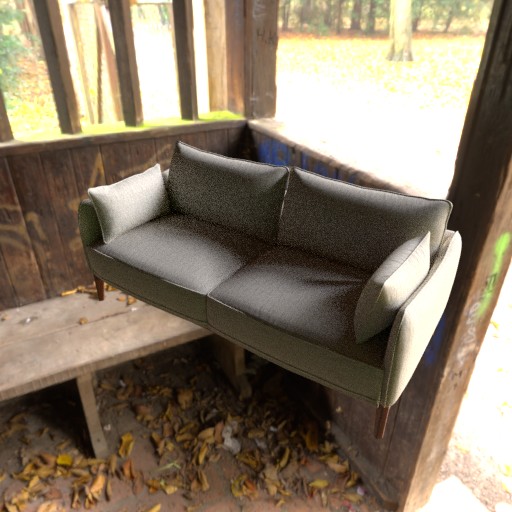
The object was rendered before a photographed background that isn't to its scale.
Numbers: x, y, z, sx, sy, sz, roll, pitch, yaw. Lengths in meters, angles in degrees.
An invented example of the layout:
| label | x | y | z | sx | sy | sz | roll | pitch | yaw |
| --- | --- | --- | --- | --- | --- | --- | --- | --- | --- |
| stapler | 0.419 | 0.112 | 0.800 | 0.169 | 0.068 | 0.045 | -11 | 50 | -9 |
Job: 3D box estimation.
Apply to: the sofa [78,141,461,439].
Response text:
| label | x | y | z | sx | sy | sz | roll | pitch | yaw |
| --- | --- | --- | --- | --- | --- | --- | --- | --- | --- |
| sofa | 0.000 | 0.000 | 2.512 | 1.989 | 0.860 | 0.991 | 19 | 35 | 29 |
